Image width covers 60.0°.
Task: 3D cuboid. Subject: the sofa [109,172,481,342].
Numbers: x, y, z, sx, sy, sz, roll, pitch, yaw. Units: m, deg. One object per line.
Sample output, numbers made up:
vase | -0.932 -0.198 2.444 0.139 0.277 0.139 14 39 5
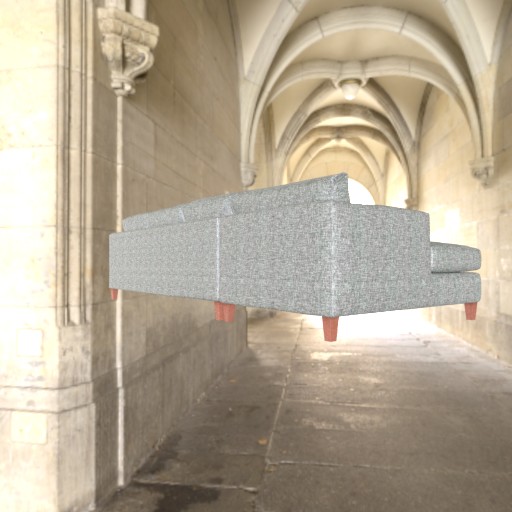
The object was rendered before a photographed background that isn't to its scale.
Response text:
sofa | 0.000 0.000 4.141 1.635 0.960 3.485 1 -1 -37
